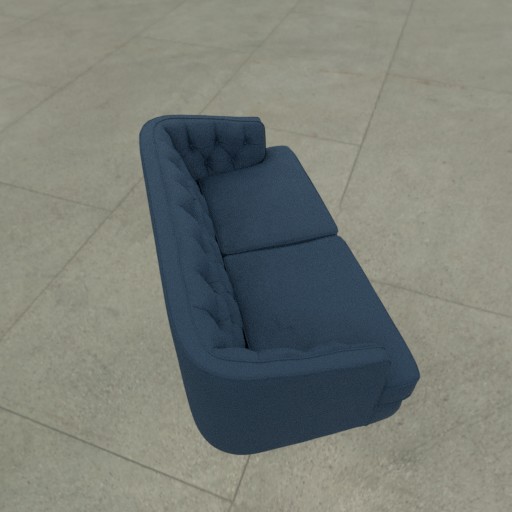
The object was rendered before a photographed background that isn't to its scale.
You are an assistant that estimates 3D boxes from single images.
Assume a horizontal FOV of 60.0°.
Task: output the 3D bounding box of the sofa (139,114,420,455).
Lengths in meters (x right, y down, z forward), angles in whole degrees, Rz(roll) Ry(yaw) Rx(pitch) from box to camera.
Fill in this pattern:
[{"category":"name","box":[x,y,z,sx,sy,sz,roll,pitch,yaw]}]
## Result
[{"category":"sofa","box":[0.000,0.000,2.253,0.941,0.854,1.733,-11,48,-10]}]
